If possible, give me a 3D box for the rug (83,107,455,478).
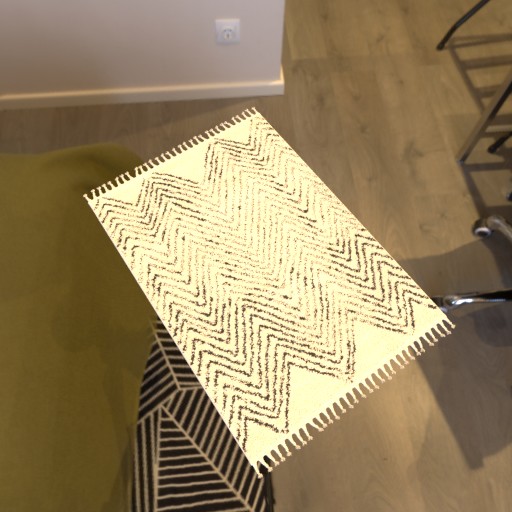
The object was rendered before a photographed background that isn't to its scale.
[{"bbox_3d":[0.000,0.000,2.438,1.230,0.014,1.847,-32,68,-15],"label":"rug"}]
